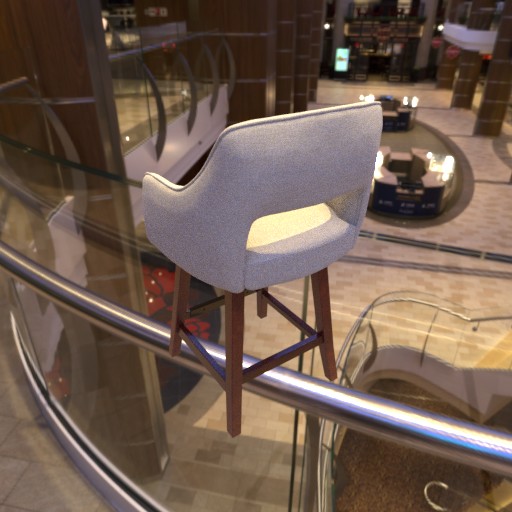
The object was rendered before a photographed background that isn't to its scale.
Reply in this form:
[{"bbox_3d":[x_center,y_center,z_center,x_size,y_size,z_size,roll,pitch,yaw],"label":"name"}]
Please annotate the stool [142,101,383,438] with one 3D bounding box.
[{"bbox_3d":[0.000,0.000,1.311,0.550,0.936,0.560,-19,35,-29],"label":"stool"}]
